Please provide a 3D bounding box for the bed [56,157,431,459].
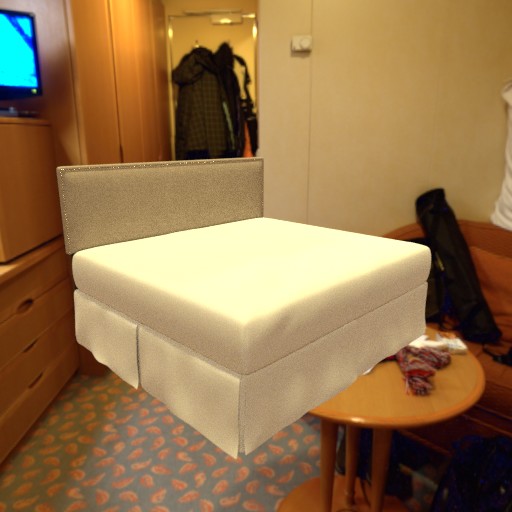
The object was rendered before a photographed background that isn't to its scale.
[{"bbox_3d":[0.000,0.000,3.370,1.914,1.346,2.170,14,21,42],"label":"bed"}]
